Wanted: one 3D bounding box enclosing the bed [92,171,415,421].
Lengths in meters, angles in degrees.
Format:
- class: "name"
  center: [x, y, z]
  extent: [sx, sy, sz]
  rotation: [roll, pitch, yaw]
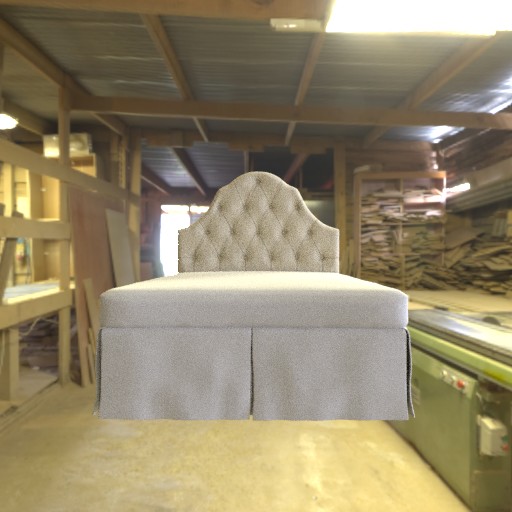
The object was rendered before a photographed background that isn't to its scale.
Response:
- class: "bed"
  center: [0.000, 0.000, 3.173]
  extent: [1.627, 1.575, 2.092]
  rotation: [0, 0, 1]
